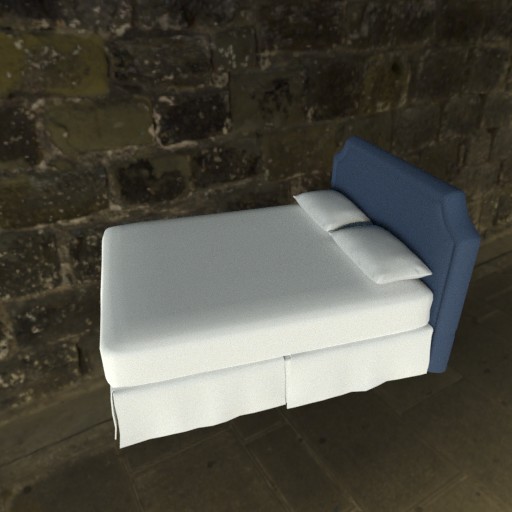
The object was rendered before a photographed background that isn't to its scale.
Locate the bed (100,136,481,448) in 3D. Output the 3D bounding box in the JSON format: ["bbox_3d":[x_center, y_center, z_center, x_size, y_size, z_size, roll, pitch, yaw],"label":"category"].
[{"bbox_3d":[0.000,0.000,3.283,2.260,1.297,1.831,-8,30,-14],"label":"bed"}]
